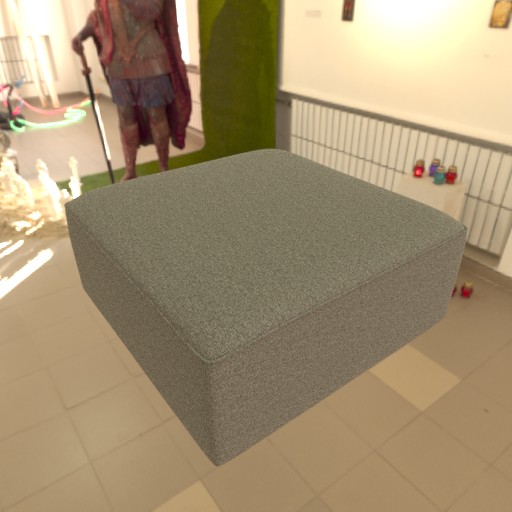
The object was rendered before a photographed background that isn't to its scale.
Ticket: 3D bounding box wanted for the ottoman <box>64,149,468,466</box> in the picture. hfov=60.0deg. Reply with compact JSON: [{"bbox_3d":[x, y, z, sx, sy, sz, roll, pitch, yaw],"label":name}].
[{"bbox_3d":[0.000,0.000,1.595,1.015,0.464,1.005,-21,37,-31],"label":"ottoman"}]
